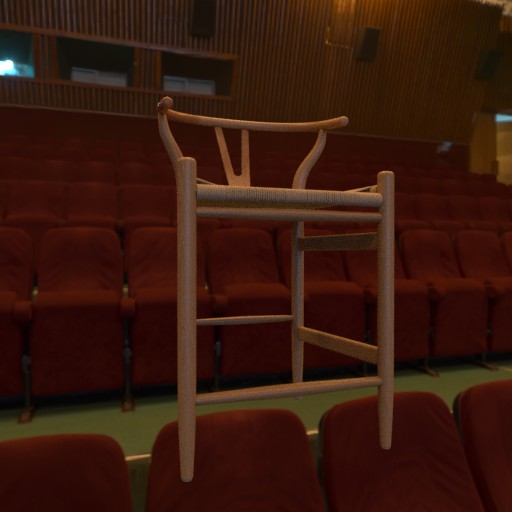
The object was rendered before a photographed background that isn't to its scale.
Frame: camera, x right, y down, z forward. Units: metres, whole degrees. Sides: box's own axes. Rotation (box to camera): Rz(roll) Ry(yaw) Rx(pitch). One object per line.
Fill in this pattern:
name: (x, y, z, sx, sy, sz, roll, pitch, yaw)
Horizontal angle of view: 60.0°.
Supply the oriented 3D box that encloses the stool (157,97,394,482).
stool: (0.000, 0.000, 1.247, 0.536, 0.923, 0.575, 0, 0, -18)
